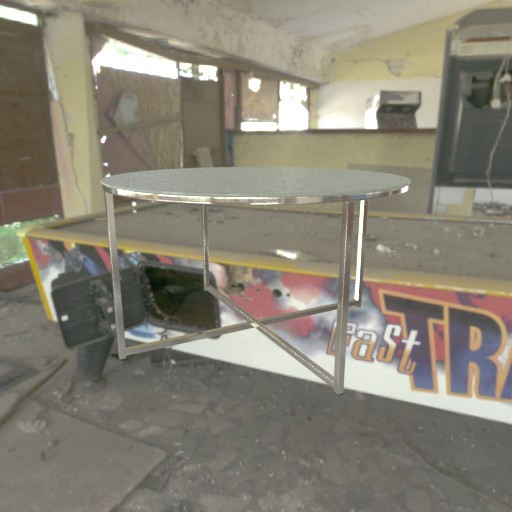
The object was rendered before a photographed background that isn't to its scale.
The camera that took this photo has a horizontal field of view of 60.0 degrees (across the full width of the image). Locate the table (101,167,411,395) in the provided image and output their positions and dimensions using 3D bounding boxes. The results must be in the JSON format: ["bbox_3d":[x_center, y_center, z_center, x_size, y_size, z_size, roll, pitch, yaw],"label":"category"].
[{"bbox_3d":[0.000,0.000,1.264,0.800,0.450,0.800,0,15,0],"label":"table"}]
